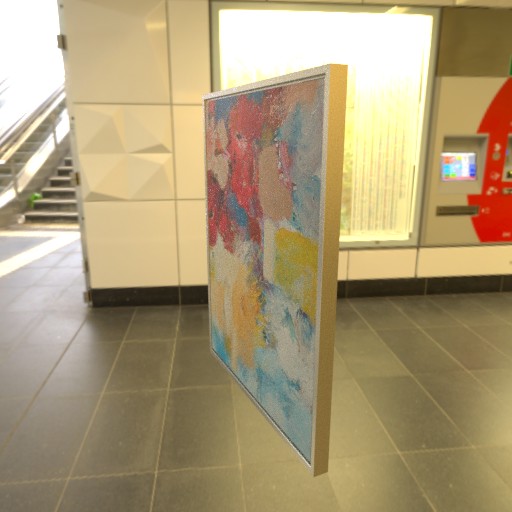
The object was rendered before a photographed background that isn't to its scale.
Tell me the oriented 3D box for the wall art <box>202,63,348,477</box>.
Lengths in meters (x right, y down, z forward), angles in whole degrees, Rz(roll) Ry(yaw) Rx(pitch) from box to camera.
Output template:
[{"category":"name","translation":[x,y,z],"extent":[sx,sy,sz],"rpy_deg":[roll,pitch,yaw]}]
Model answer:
[{"category":"wall art","translation":[0.000,0.000,0.781],"extent":[0.025,0.569,0.444],"rpy_deg":[-7,17,-25]}]
